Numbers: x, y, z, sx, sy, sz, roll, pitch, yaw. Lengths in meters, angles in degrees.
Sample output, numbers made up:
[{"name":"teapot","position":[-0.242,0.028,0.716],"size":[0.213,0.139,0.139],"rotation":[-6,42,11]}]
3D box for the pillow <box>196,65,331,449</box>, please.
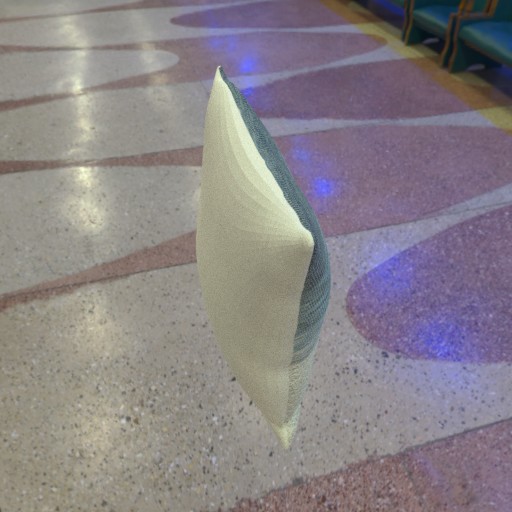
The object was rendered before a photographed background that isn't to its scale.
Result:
[{"name":"pillow","position":[0.000,0.000,0.697],"size":[0.182,0.441,0.440],"rotation":[-11,46,-10]}]
